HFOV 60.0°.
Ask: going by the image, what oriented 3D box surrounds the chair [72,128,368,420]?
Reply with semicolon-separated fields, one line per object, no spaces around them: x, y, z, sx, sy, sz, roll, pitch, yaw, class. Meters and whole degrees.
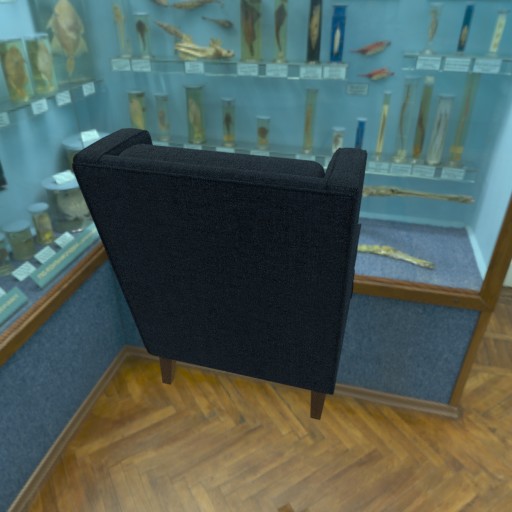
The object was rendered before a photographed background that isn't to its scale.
0.000;0.000;1.745;0.764;1.072;0.947;9;33;14;chair
